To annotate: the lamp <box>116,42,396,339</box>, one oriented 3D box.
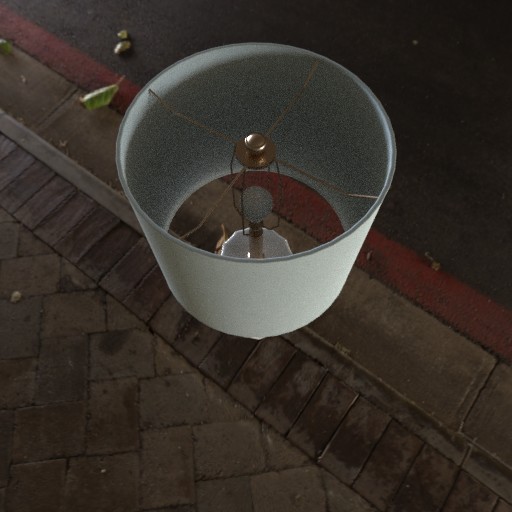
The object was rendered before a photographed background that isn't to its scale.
[{"bbox_3d":[0.000,0.000,0.680,0.277,0.534,0.277,-18,65,-9],"label":"lamp"}]
